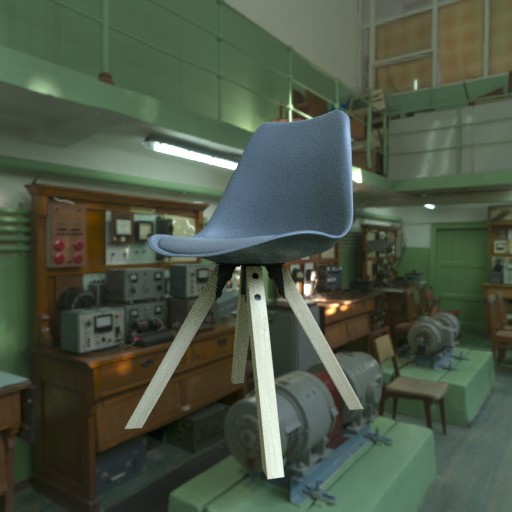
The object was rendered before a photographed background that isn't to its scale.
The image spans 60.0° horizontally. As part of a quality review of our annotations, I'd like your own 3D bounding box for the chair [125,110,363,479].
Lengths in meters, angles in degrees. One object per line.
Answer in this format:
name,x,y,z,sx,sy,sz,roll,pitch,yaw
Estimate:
chair,0.000,0.000,1.174,0.485,0.850,0.550,1,2,34
